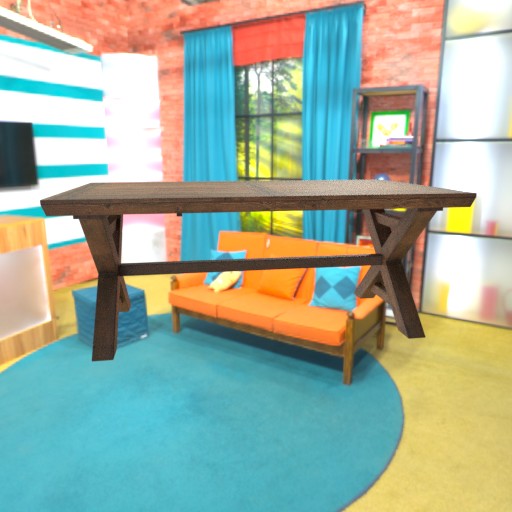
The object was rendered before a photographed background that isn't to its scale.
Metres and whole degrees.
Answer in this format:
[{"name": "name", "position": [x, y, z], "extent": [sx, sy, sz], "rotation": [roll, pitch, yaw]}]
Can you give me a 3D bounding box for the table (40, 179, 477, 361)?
[{"name": "table", "position": [0.000, 0.000, 2.570], "extent": [1.966, 0.793, 1.071], "rotation": [-2, 13, -9]}]
